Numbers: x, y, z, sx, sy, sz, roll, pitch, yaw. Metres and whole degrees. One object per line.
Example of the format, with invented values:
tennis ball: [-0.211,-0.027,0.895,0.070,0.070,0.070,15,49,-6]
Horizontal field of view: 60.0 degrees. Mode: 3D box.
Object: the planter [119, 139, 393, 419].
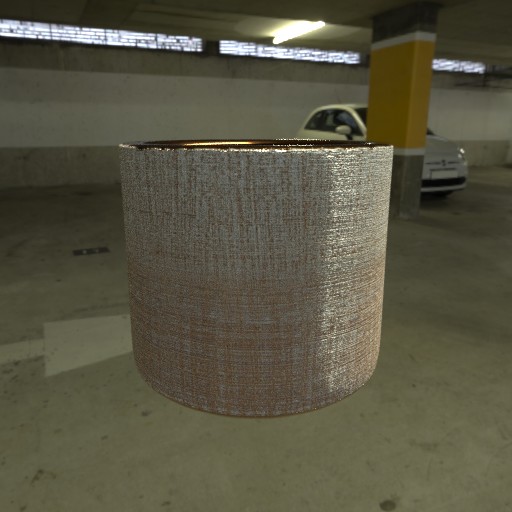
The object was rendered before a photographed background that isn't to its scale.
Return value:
planter: [0.000,0.000,0.314,0.177,0.157,0.177,0,16,0]
